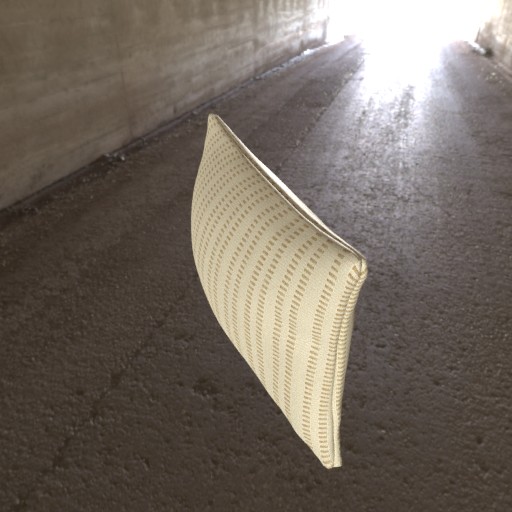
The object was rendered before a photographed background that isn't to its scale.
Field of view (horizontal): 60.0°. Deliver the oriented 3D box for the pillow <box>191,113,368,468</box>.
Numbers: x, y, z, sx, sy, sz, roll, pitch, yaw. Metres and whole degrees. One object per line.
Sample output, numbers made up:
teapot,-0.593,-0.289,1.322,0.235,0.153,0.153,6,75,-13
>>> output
pillow,0.000,0.000,0.790,0.210,0.353,0.640,-10,33,-16
